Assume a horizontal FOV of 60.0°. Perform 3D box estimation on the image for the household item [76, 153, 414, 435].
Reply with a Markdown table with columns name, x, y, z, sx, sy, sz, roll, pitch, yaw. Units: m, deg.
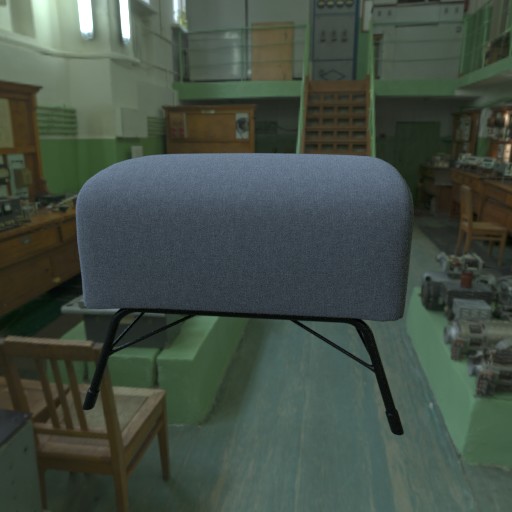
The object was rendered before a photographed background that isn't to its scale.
| name | x | y | z | sx | sy | sz | roll | pitch | yaw |
| --- | --- | --- | --- | --- | --- | --- | --- | --- | --- |
| household item | 0.000 | 0.000 | 0.913 | 0.530 | 0.410 | 0.530 | 2 | 16 | 7 |
